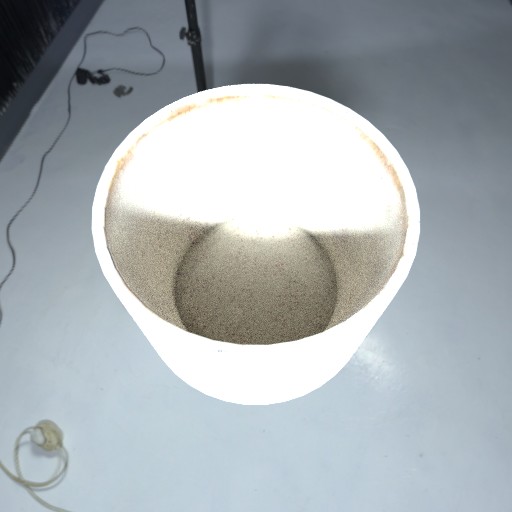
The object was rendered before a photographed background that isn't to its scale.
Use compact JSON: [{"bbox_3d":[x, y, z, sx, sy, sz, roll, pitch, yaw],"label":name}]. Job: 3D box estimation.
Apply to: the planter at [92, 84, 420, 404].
[{"bbox_3d":[0.000,0.000,0.317,0.186,0.144,0.186,0,62,0],"label":"planter"}]
